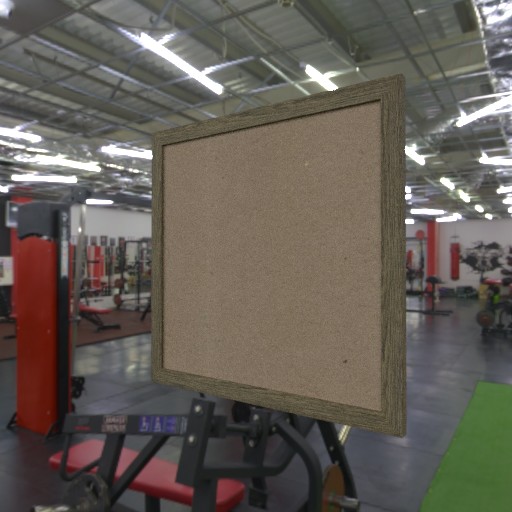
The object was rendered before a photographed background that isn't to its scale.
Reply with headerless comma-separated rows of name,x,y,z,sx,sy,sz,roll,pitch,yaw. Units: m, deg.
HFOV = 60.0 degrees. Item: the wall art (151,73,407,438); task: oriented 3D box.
wall art,0.000,0.000,0.769,0.508,0.508,0.019,0,-1,35
